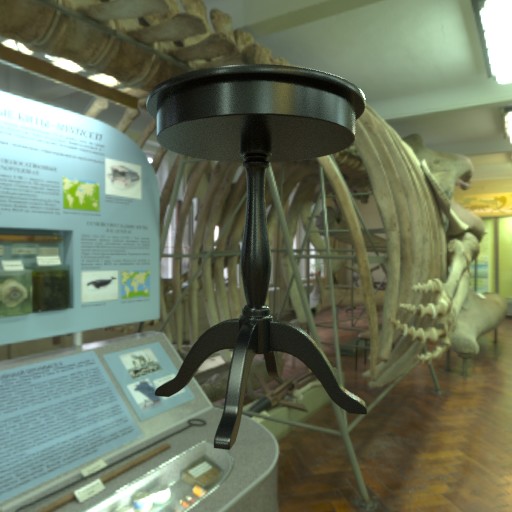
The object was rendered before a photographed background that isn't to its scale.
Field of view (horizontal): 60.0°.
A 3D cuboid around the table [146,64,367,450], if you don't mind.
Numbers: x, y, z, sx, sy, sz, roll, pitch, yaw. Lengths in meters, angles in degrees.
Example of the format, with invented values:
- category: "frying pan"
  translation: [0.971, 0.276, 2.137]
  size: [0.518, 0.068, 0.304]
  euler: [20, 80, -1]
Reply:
- category: "table"
  translation: [0.000, 0.000, 0.999]
  size: [0.481, 0.665, 0.481]
  euler: [0, 1, 0]
